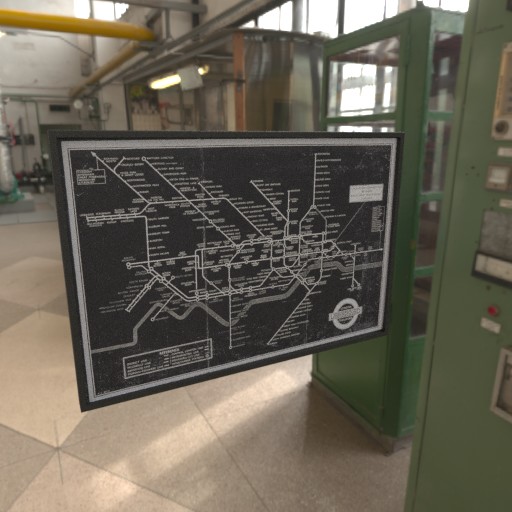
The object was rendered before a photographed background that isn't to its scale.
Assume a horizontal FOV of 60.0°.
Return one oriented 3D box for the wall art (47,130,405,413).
[{"bbox_3d":[0.000,0.000,0.556,0.443,0.301,0.021,-7,17,-26],"label":"wall art"}]
